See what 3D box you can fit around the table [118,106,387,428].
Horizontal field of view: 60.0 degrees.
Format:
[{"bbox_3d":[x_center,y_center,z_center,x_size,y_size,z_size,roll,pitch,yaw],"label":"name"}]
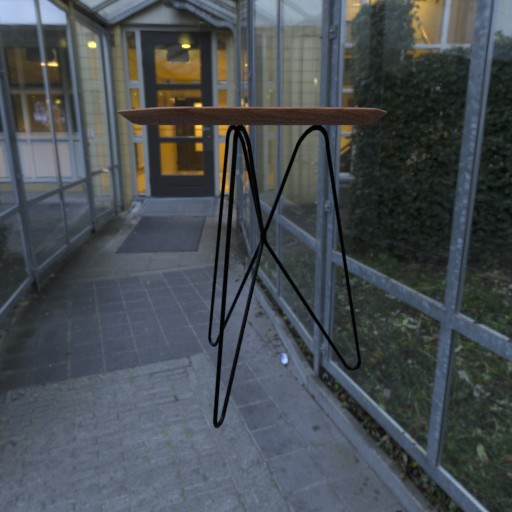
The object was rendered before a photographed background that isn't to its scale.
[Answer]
[{"bbox_3d":[0.000,0.000,0.905,0.500,0.562,0.400,-2,16,-7],"label":"table"}]
